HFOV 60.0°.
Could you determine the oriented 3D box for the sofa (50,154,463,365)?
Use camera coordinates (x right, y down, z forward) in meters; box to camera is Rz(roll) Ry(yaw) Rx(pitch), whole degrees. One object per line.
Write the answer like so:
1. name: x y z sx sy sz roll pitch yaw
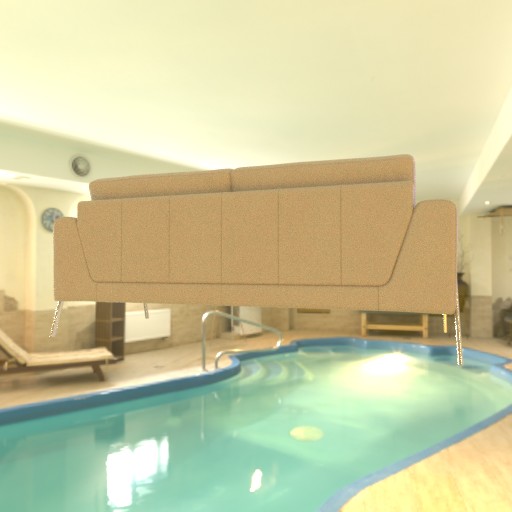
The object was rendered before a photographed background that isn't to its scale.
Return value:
1. sofa: 0.000 0.000 2.483 2.017 0.875 0.953 0 -1 20
